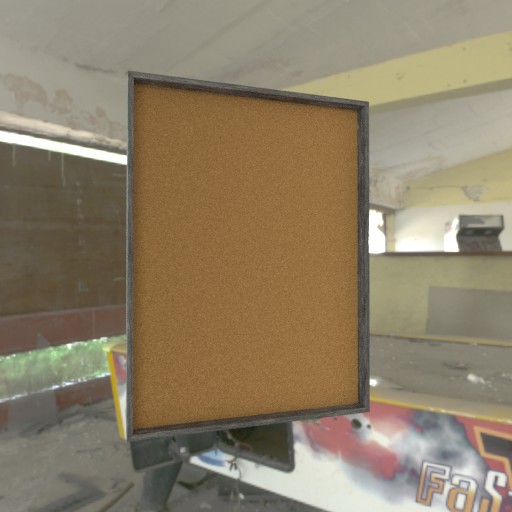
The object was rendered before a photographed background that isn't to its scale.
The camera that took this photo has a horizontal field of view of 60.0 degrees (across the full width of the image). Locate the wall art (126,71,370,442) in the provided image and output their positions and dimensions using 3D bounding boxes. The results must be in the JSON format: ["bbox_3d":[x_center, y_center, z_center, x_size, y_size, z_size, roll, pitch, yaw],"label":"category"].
[{"bbox_3d":[0.000,0.000,1.362,0.762,1.016,0.063,0,-1,-18],"label":"wall art"}]
